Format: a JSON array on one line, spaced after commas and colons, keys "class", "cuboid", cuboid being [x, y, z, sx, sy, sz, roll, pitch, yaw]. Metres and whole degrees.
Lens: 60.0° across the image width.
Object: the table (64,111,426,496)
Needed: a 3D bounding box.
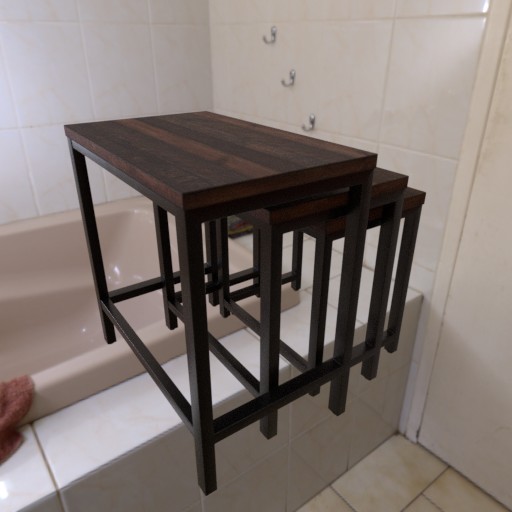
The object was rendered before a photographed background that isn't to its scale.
[{"class": "table", "cuboid": [0.000, 0.000, 1.105, 0.660, 0.616, 0.608, -17, 31, -31]}]
